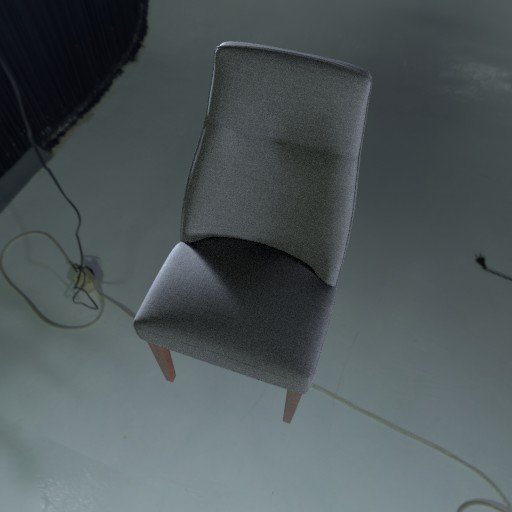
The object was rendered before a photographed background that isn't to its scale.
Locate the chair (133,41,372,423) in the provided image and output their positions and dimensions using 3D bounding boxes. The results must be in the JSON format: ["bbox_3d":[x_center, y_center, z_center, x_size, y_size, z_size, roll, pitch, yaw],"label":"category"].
[{"bbox_3d":[0.000,0.000,1.270,0.500,0.930,0.620,16,59,10],"label":"chair"}]
